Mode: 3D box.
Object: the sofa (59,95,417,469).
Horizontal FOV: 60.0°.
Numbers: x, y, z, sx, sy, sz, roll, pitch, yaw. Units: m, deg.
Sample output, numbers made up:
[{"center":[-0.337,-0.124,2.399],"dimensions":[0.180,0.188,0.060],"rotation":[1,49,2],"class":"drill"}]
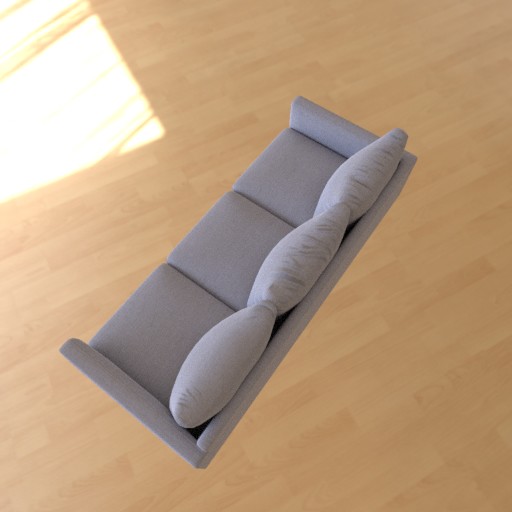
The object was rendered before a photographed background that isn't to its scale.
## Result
[{"center":[0.000,0.000,2.425],"dimensions":[0.850,0.830,2.000],"rotation":[33,68,15],"class":"sofa"}]
